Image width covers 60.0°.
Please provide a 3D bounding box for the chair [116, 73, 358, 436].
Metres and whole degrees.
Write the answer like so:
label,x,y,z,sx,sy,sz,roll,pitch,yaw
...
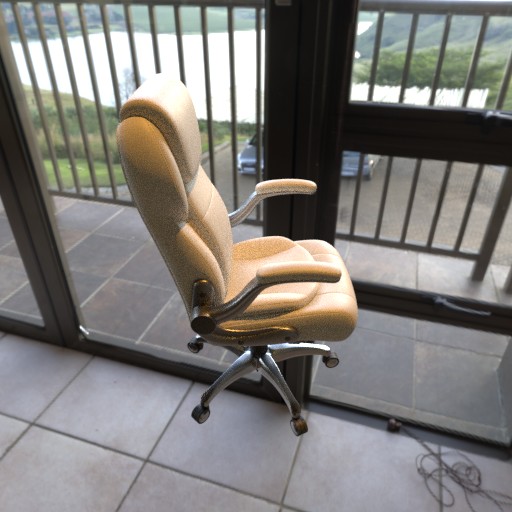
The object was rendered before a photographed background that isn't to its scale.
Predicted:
label,x,y,z,sx,sy,sz,roll,pitch,yaw
chair,0.000,0.000,1.782,0.806,1.330,0.755,0,33,0
